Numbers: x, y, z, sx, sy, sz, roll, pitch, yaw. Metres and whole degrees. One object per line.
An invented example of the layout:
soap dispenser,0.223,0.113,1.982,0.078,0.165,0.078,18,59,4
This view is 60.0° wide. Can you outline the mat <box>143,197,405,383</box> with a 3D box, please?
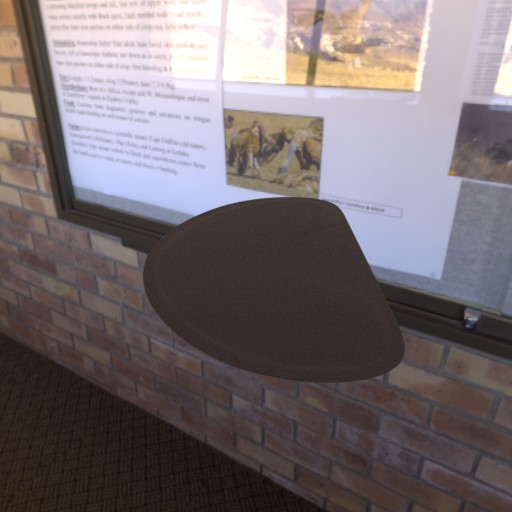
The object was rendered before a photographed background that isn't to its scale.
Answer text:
mat,0.000,0.000,1.861,0.913,0.013,1.524,0,26,0
